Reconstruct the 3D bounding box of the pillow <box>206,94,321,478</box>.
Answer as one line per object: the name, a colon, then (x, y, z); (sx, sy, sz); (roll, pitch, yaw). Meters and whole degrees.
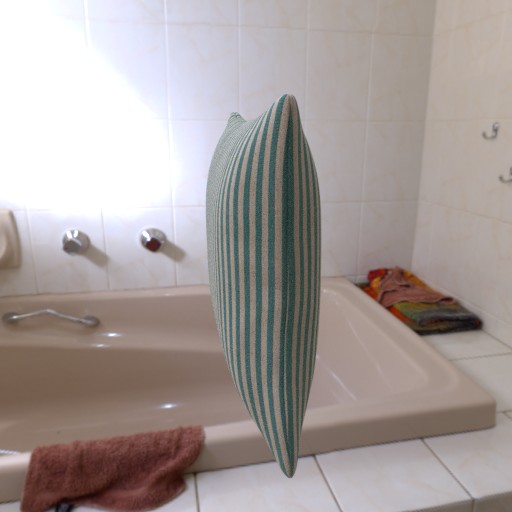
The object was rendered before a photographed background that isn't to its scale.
pillow: (0.000, 0.000, 0.793); (0.166, 0.510, 0.523); (-3, 16, -9)
